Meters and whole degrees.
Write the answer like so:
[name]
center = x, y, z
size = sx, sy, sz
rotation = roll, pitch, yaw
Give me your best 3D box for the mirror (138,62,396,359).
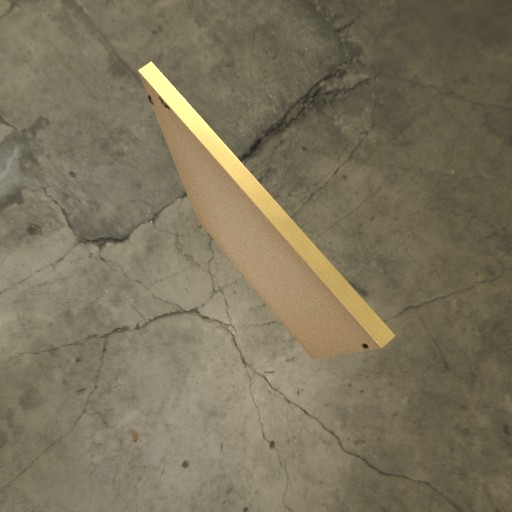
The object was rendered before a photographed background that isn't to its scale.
[mirror]
center = 0.000, 0.000, 1.378
size = 0.040, 1.016, 0.762
rotation = -39, 79, -9
